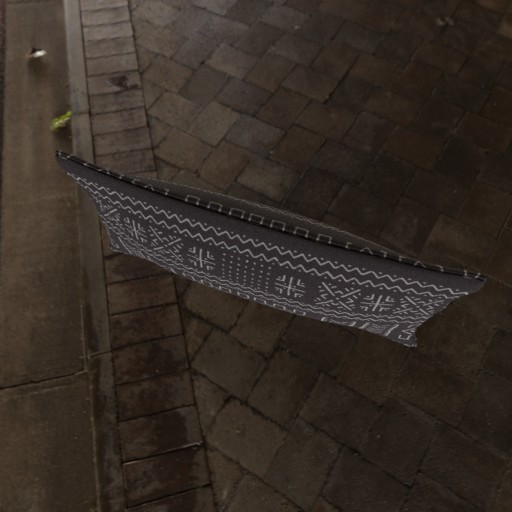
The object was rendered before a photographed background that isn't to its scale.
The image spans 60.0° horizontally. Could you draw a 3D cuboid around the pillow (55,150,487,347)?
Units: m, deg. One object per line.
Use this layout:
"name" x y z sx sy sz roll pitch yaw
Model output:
"pillow" 0.000 0.000 0.779 0.667 0.322 0.135 17 65 8
